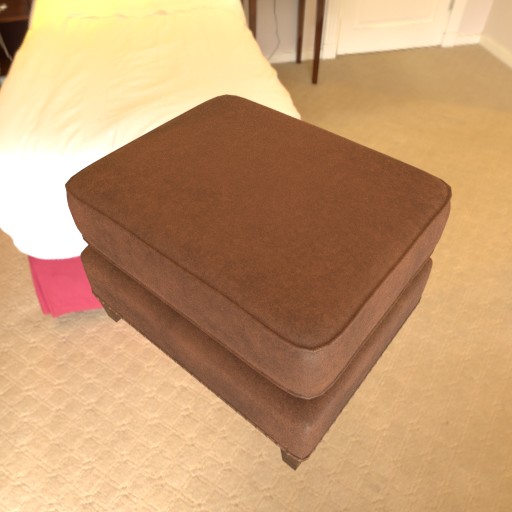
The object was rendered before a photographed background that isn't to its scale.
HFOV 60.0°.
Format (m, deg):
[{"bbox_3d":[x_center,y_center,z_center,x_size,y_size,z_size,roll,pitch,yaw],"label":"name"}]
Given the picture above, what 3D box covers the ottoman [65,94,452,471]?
[{"bbox_3d":[0.000,0.000,1.127,0.738,0.537,0.589,31,54,26],"label":"ottoman"}]
